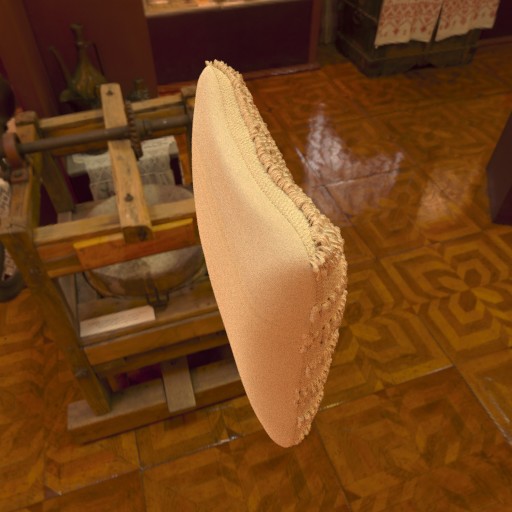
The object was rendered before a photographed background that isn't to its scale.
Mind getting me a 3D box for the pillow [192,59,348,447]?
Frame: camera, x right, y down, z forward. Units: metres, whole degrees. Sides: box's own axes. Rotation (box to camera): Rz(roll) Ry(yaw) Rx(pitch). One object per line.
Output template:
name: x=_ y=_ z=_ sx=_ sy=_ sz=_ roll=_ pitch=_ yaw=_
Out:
pillow: x=0.000 y=0.000 z=0.661 sx=0.145 sy=0.427 sz=0.437 roll=-12 pitch=48 yaw=-11
